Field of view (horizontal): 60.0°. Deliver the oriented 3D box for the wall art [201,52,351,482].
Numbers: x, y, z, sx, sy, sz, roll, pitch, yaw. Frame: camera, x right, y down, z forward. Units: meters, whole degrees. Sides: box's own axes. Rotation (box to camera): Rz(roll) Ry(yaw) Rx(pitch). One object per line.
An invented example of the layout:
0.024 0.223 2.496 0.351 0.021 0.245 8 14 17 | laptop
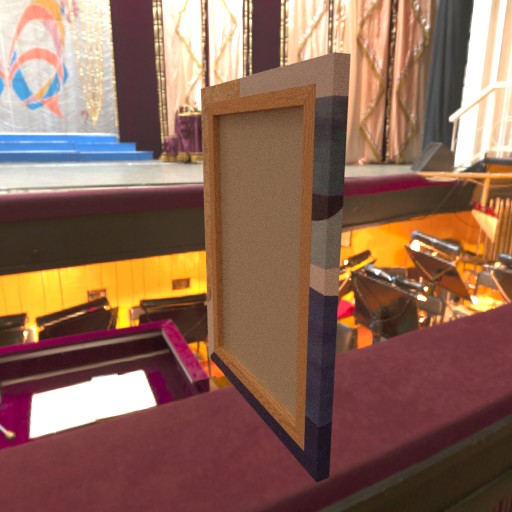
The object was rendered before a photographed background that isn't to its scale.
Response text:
0.000 0.000 0.808 0.026 0.613 0.458 -8 17 -26 | wall art
